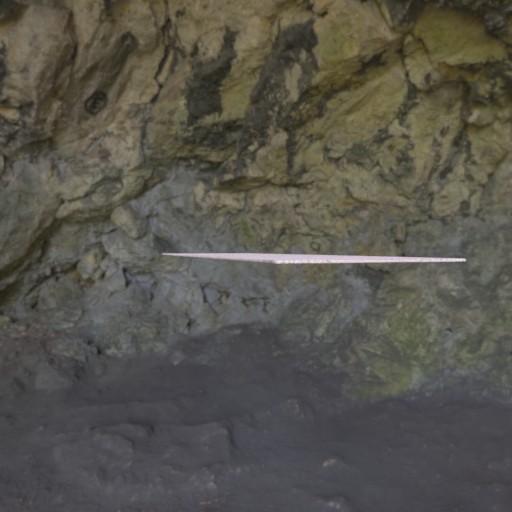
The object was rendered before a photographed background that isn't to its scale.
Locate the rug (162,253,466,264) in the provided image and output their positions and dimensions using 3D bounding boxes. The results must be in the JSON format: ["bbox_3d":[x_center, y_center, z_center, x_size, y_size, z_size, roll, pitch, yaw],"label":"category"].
[{"bbox_3d":[0.000,0.000,2.666,0.775,0.012,2.452,0,1,-20],"label":"rug"}]
